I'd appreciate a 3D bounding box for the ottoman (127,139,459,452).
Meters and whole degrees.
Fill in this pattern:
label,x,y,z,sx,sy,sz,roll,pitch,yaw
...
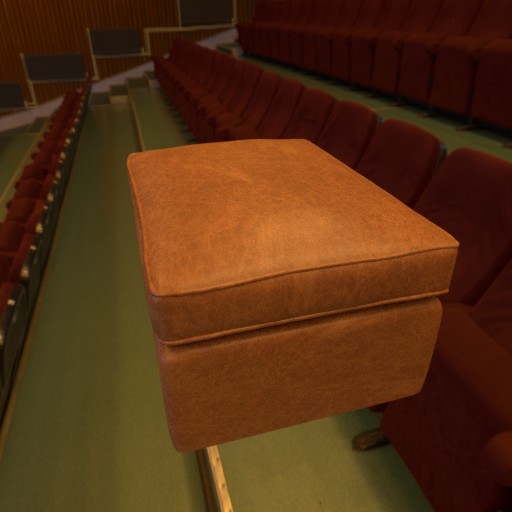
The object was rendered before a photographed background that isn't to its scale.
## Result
label,x,y,z,sx,sy,sz,roll,pitch,yaw
ottoman,0.000,0.000,1.103,0.554,0.468,0.756,-8,31,-14
